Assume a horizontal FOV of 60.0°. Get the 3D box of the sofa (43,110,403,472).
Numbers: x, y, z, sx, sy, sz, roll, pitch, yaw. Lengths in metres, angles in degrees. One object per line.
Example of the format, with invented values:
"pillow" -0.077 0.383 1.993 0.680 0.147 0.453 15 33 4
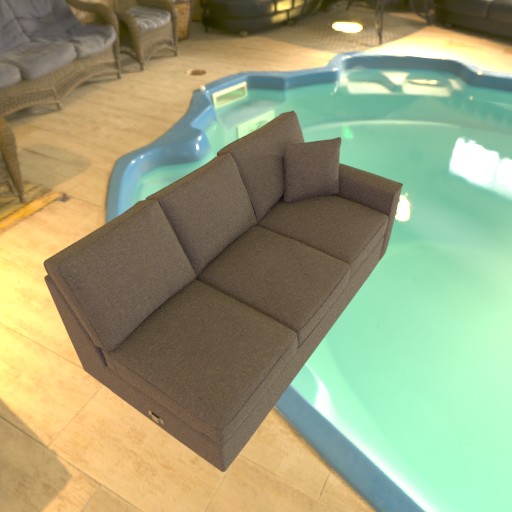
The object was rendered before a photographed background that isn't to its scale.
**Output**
"sofa" 0.000 0.000 2.578 1.034 0.946 1.963 24 46 26
